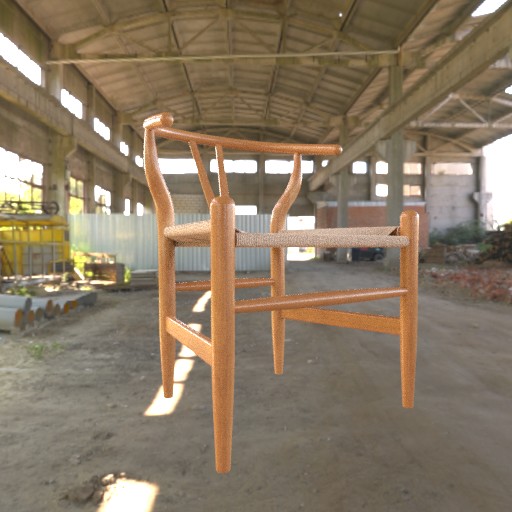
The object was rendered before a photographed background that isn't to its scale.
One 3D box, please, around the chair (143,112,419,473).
[{"bbox_3d":[0.000,0.000,1.136,0.569,0.730,0.579,-1,2,-36],"label":"chair"}]
